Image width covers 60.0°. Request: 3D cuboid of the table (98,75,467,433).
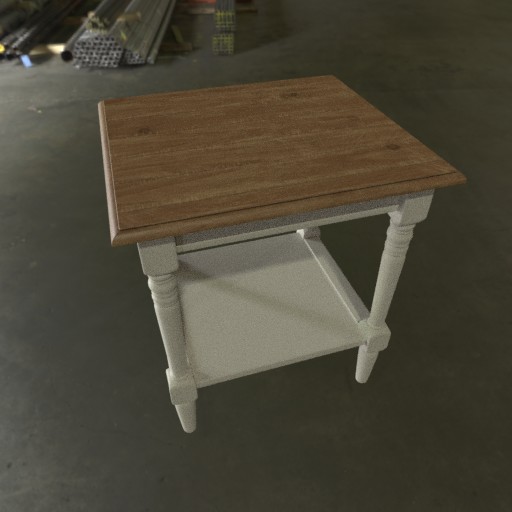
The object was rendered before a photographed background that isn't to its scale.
[{"bbox_3d":[0.000,0.000,0.934,0.508,0.561,0.457,-11,42,-13],"label":"table"}]
